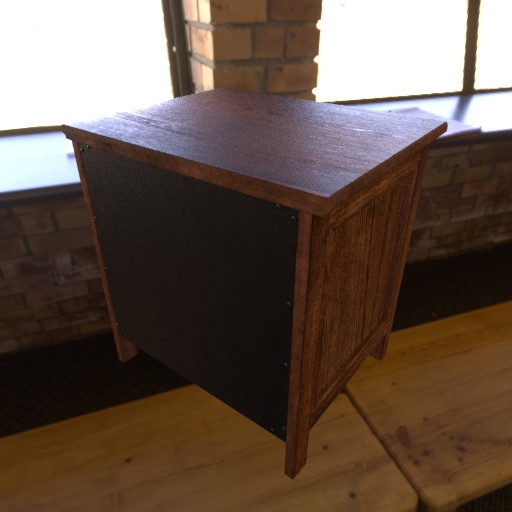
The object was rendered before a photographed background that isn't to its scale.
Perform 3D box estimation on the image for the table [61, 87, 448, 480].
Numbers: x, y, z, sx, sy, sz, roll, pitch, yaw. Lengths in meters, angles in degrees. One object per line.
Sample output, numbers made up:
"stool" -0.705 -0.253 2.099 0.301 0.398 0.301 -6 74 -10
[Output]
"table" 0.000 0.000 1.000 0.586 0.597 0.461 22 37 32
